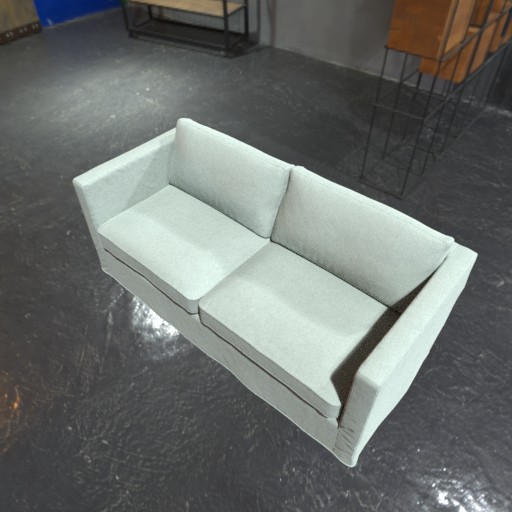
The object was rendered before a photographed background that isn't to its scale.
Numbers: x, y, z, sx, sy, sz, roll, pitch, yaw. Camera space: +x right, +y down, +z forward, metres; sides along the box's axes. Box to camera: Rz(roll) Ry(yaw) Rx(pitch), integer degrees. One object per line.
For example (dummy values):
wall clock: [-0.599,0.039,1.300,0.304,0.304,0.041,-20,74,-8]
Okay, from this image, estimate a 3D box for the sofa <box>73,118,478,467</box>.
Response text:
sofa: [0.000,0.000,2.475,1.987,0.870,0.940,31,53,28]
